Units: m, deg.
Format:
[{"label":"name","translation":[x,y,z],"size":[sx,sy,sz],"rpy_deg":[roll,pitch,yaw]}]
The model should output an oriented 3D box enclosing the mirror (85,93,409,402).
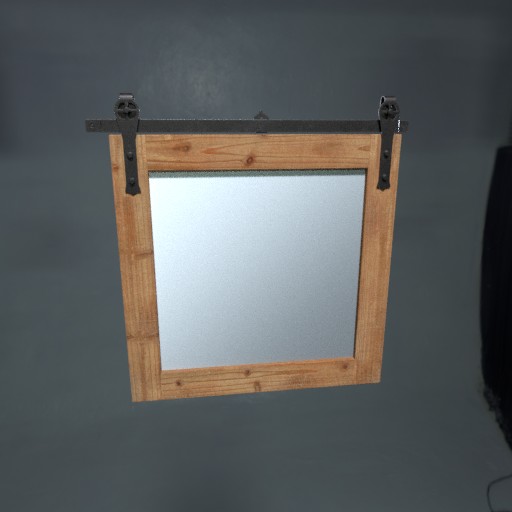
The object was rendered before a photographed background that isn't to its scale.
[{"label":"mirror","translation":[0.000,0.000,1.167],"size":[0.805,0.800,0.054],"rpy_deg":[-2,16,-8]}]
